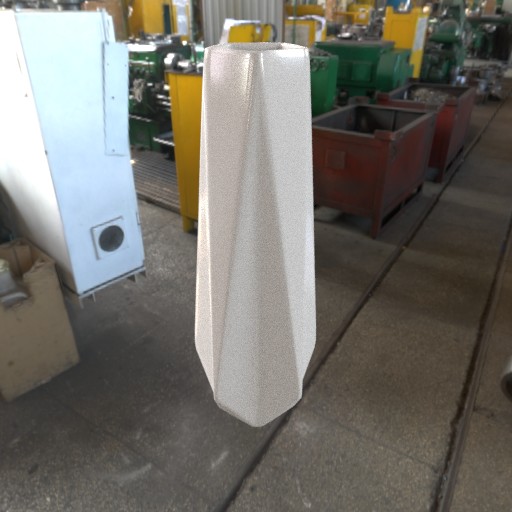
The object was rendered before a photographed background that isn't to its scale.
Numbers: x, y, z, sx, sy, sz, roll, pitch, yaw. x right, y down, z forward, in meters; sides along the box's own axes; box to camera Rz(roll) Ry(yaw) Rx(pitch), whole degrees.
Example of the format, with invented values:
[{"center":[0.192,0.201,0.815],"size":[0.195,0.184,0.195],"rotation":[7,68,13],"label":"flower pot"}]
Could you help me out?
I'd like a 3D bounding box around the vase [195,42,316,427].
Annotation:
[{"center":[0.000,0.000,0.383],"size":[0.122,0.329,0.116],"rotation":[-1,30,-2],"label":"vase"}]
